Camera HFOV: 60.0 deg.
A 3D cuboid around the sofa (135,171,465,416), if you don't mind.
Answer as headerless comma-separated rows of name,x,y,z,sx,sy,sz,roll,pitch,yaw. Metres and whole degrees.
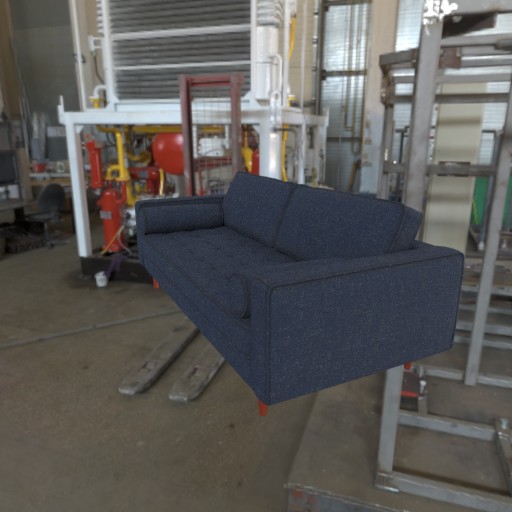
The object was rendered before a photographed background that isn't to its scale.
sofa,0.000,0.000,2.390,0.914,0.762,1.880,-8,18,-26
